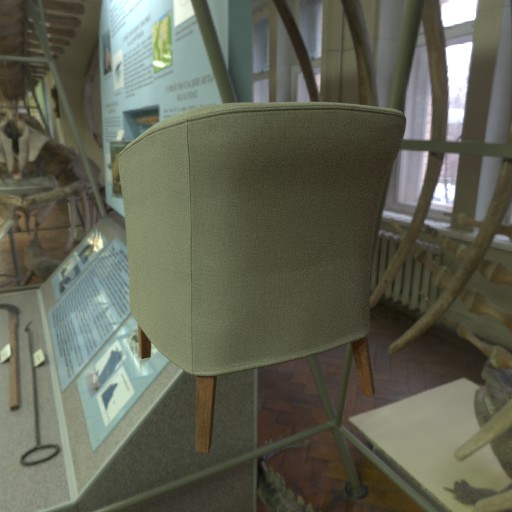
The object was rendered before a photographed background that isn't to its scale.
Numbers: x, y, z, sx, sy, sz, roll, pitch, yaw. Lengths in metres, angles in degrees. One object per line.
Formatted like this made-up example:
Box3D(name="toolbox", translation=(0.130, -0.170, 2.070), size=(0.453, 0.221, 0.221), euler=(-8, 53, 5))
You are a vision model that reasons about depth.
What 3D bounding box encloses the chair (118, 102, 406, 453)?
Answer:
Box3D(name="chair", translation=(0.000, 0.000, 1.235), size=(0.600, 0.771, 0.668), euler=(-8, 17, -27))
